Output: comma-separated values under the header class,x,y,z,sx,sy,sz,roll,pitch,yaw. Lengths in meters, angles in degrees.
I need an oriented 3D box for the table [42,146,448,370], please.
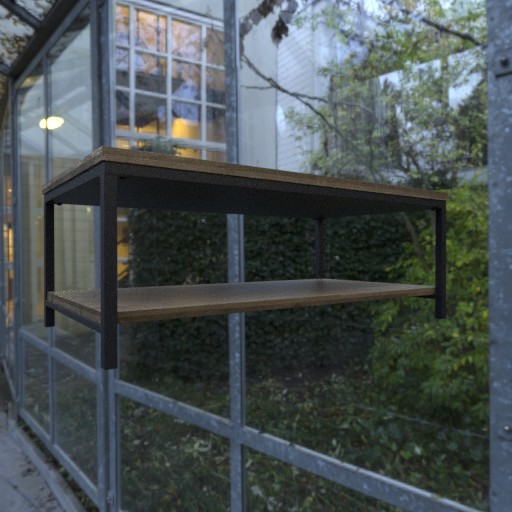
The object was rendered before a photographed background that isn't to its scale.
class,x,y,z,sx,sy,sz,roll,pitch,yaw
table,0.000,0.000,1.313,1.062,0.393,0.574,0,1,-35
